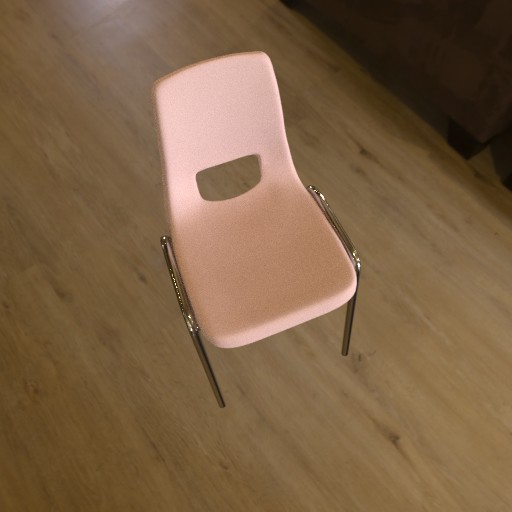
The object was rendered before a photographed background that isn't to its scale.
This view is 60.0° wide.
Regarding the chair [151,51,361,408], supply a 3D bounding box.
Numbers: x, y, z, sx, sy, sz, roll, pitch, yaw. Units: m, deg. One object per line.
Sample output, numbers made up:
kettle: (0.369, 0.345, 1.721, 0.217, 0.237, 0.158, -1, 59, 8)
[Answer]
chair: (0.000, 0.000, 0.974, 0.381, 0.704, 0.436, -20, 65, -10)
